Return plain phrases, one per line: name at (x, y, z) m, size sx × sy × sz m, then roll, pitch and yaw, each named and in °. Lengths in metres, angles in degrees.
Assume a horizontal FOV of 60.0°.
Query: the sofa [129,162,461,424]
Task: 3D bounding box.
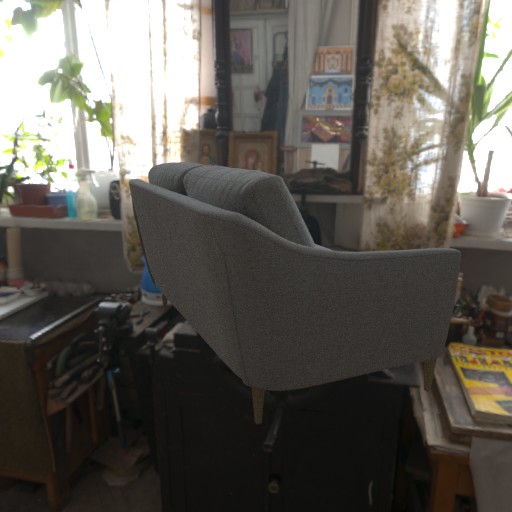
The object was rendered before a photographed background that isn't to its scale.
sofa at (0.000, 0.000, 2.190) m, size 0.960 × 0.904 × 1.619 m, roll -7°, pitch 16°, yaw -26°
